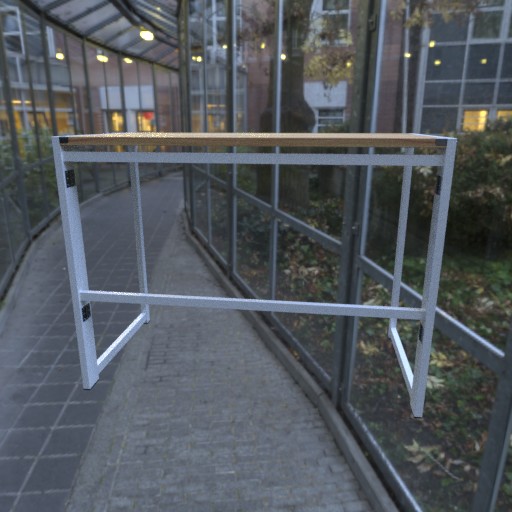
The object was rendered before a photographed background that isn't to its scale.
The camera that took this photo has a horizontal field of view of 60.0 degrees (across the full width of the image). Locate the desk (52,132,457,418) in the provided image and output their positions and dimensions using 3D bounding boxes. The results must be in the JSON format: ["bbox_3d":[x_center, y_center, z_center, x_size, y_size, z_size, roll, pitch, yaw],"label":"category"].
[{"bbox_3d":[0.000,0.000,1.443,1.016,0.762,0.508,2,17,8],"label":"desk"}]
